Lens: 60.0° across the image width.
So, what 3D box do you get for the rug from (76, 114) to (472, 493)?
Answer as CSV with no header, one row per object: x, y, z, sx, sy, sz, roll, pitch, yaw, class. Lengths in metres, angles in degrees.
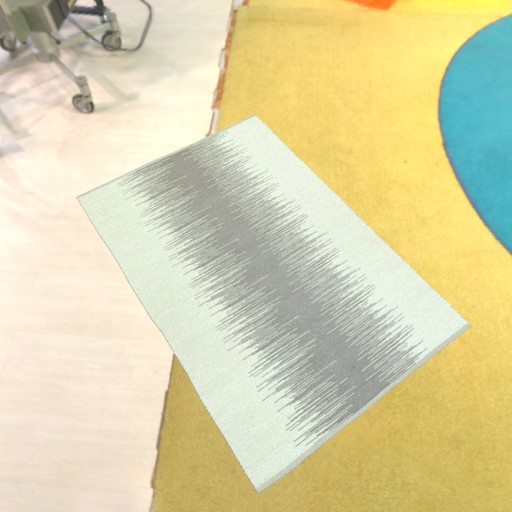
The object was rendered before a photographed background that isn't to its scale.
0.000,0.000,2.293,1.226,0.007,1.815,-30,62,-18,rug
